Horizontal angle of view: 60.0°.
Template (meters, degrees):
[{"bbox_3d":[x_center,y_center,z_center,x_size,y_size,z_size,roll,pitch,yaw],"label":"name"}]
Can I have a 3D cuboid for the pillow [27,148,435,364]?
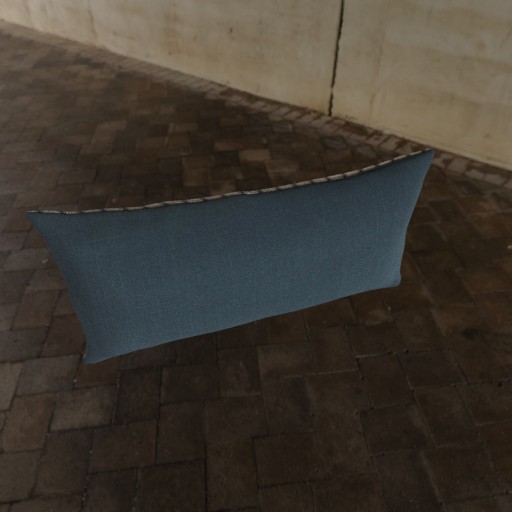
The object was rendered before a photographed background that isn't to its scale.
[{"bbox_3d":[0.000,0.000,0.726,0.609,0.305,0.151,-12,42,-14],"label":"pillow"}]
